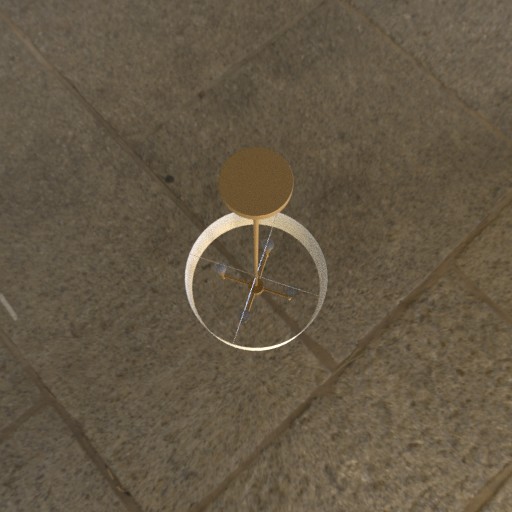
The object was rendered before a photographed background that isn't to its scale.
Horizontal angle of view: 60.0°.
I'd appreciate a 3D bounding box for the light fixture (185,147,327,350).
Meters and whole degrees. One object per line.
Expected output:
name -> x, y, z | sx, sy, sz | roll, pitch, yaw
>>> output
light fixture -> 0.000, 0.000, 1.314 | 0.508, 1.067, 0.508 | 0, 75, 0
